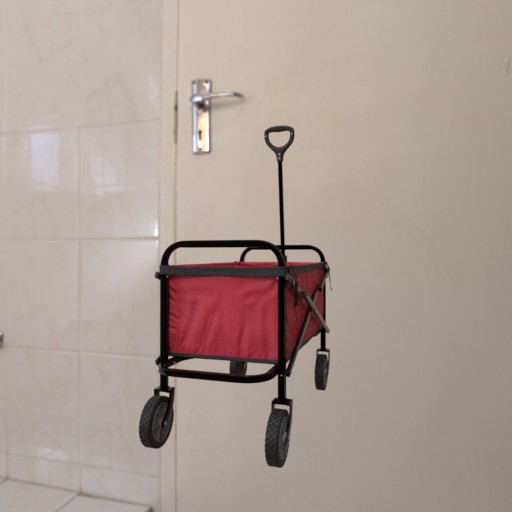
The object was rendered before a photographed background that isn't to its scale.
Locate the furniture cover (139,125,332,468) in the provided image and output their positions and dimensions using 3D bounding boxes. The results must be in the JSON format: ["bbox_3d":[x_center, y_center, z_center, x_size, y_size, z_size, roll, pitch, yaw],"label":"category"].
[{"bbox_3d":[0.000,0.000,1.858,0.532,1.295,1.038,0,0,18],"label":"furniture cover"}]
